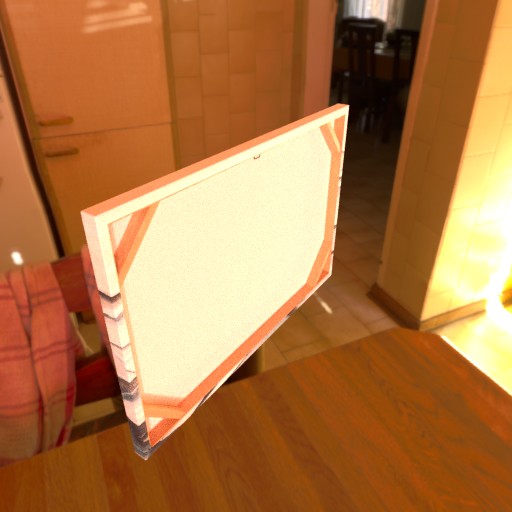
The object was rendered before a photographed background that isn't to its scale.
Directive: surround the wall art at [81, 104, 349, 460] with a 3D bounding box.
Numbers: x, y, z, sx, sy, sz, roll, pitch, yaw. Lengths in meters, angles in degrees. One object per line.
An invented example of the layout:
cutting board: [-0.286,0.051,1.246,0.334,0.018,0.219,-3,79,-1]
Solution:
wall art: [0.000,0.000,1.166,0.039,0.609,0.914,20,37,29]
